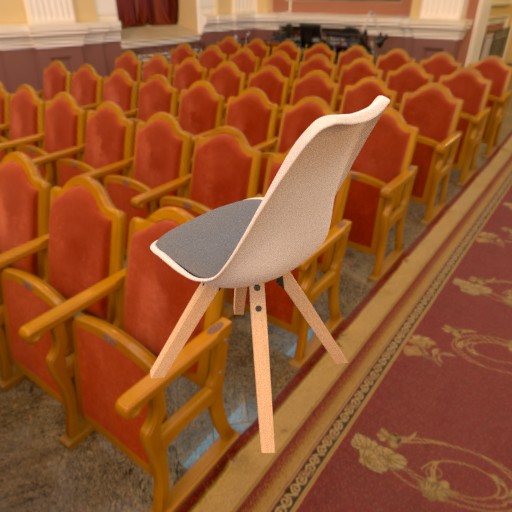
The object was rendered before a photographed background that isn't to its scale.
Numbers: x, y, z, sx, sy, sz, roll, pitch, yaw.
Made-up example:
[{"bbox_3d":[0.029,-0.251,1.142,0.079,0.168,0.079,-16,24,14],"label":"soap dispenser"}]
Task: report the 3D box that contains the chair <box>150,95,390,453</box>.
[{"bbox_3d":[0.000,0.000,1.198,0.550,0.850,0.485,21,36,32],"label":"chair"}]
